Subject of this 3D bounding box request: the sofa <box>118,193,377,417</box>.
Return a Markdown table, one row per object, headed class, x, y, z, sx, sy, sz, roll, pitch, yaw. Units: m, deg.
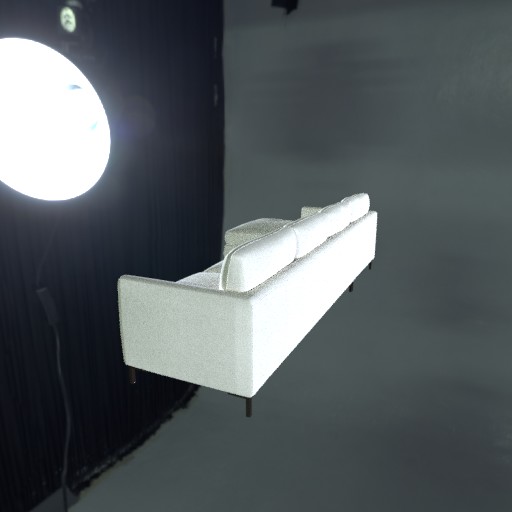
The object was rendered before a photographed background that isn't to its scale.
| class | x | y | z | sx | sy | sz | roll | pitch | yaw |
| --- | --- | --- | --- | --- | --- | --- | --- | --- | --- |
| sofa | 0.000 | 0.000 | 3.849 | 1.467 | 0.875 | 3.186 | 7 | 16 | 25 |
